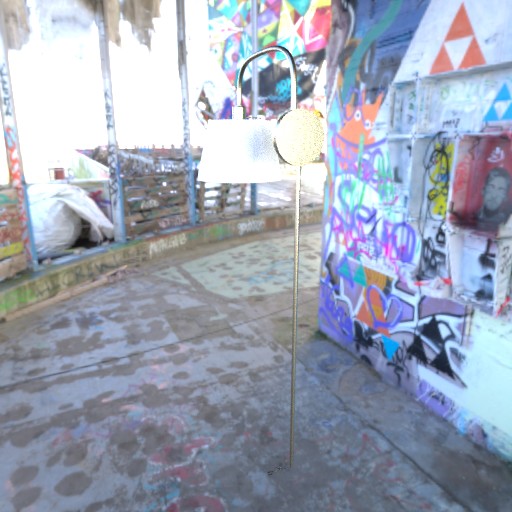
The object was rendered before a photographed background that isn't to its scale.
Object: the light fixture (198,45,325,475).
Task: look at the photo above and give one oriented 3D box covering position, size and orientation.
[{"bbox_3d":[0.000,0.000,0.470,0.092,0.399,0.176,-7,16,-24],"label":"light fixture"}]
